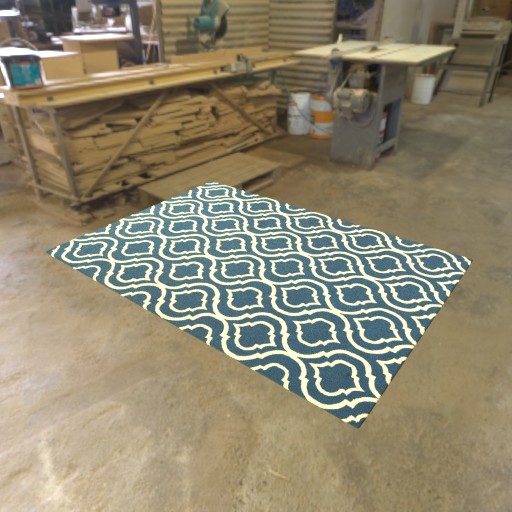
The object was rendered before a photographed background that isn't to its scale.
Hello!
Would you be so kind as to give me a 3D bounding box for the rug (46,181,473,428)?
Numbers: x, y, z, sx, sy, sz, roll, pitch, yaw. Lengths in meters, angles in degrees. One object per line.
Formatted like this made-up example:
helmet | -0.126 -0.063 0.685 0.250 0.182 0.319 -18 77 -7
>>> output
rug | 0.000 0.000 2.713 2.134 0.010 1.524 21 37 32
